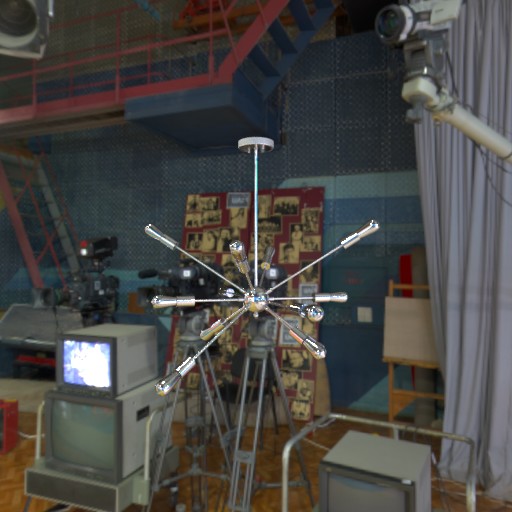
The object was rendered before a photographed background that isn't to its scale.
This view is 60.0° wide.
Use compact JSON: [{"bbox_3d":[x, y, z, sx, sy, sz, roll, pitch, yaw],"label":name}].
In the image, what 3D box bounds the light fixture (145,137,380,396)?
[{"bbox_3d":[0.000,0.000,1.081,0.509,0.558,0.684,0,-1,-18],"label":"light fixture"}]
